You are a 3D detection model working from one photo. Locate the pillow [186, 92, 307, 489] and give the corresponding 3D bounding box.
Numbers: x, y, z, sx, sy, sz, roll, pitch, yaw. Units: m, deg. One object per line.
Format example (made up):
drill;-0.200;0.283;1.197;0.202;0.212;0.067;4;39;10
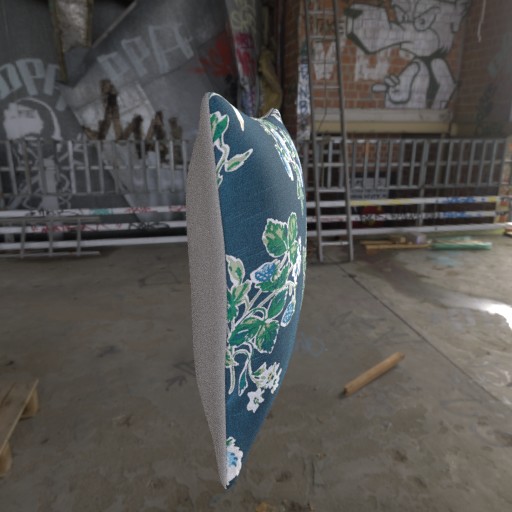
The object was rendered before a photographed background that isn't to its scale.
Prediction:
pillow;0.000;0.000;0.775;0.166;0.508;0.525;3;17;9
